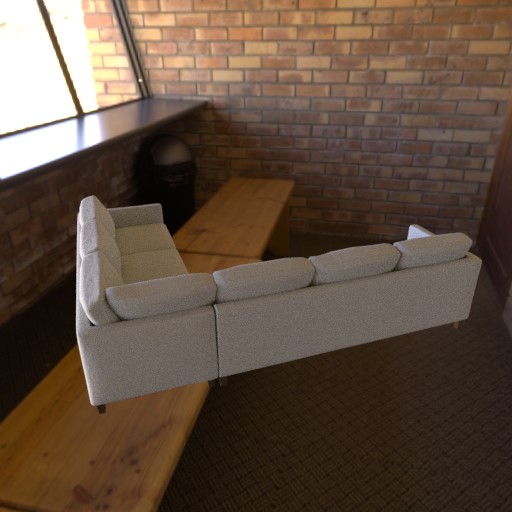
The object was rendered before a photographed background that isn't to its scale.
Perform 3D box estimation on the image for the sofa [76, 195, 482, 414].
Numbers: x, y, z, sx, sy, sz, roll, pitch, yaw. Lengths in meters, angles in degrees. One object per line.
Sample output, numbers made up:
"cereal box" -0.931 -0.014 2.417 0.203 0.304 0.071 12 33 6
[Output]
"sofa" 0.000 0.000 4.464 3.333 0.934 2.522 -9 27 -18
